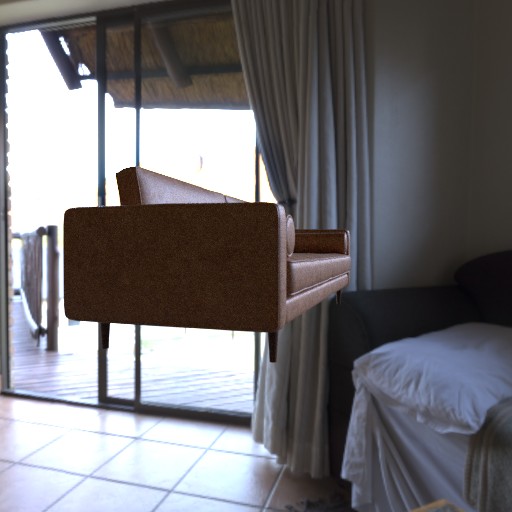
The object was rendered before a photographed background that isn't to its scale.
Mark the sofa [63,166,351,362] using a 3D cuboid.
[{"bbox_3d":[0.000,0.000,2.652,0.919,0.770,2.200,0,1,18],"label":"sofa"}]
